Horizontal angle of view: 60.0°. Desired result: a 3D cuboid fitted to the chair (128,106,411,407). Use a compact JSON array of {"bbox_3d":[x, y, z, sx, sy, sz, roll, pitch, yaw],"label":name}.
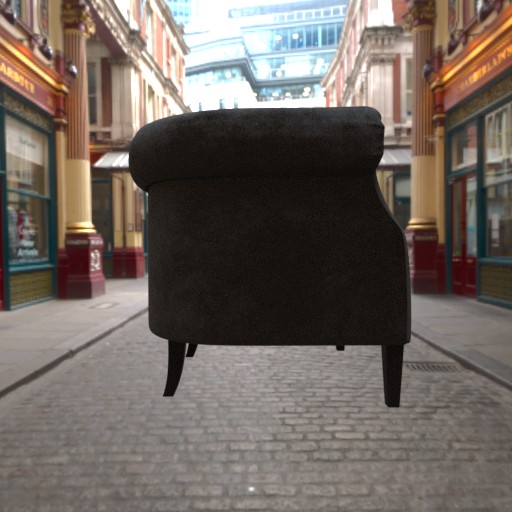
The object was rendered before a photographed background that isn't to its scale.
[{"bbox_3d":[0.000,0.000,1.569,0.851,0.826,0.904,0,1,-1],"label":"chair"}]
